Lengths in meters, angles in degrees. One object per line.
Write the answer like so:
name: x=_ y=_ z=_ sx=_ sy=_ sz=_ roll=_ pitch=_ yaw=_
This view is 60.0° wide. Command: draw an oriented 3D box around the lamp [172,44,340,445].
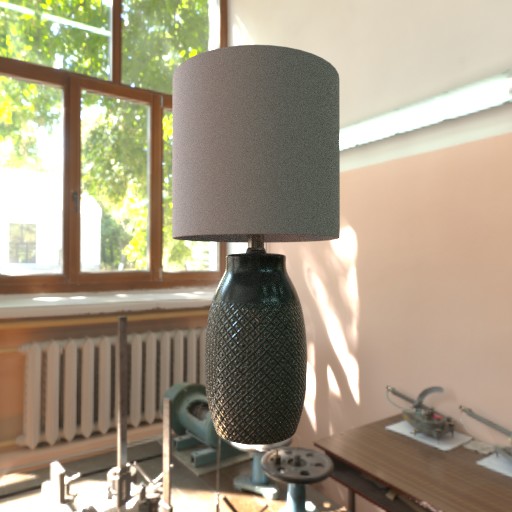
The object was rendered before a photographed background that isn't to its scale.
lamp: x=0.000 y=0.000 z=0.582 sx=0.217 sy=0.453 sz=0.217 roll=0 pitch=-1 yaw=0
